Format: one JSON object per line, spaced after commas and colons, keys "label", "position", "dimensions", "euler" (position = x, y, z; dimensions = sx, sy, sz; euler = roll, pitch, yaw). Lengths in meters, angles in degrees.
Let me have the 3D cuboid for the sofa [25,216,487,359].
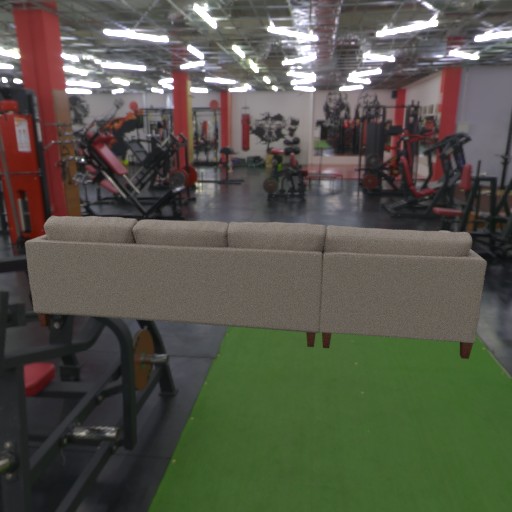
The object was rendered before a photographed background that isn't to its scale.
{"label": "sofa", "position": [0.000, 0.000, 3.818], "dimensions": [3.186, 0.846, 1.625], "euler": [3, 16, 9]}
